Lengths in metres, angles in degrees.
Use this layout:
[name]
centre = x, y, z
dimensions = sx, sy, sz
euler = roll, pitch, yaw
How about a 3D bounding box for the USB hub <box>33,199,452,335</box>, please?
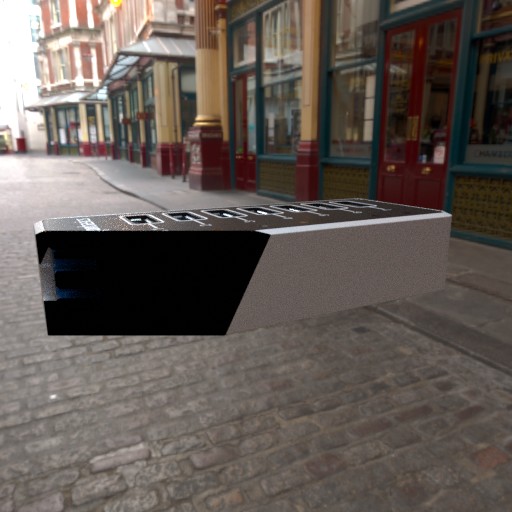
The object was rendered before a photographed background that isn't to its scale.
[USB hub]
centre = 0.000, 0.000, 0.125
dimensions = 0.110, 0.023, 0.044
euler = -7, 15, -27
